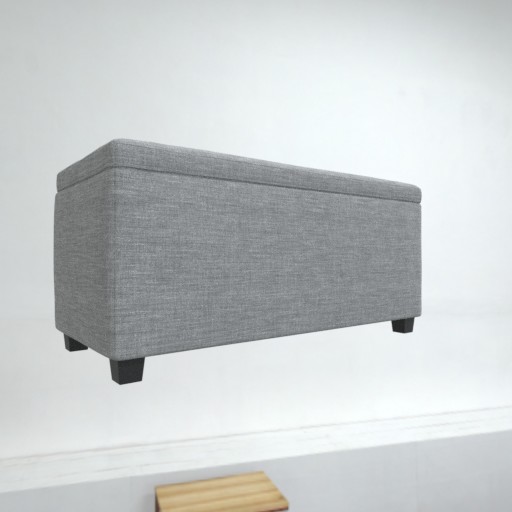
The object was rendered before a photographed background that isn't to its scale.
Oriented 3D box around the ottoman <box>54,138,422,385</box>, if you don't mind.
[{"bbox_3d":[0.000,0.000,1.141,0.902,0.432,0.419,0,0,-37],"label":"ottoman"}]
